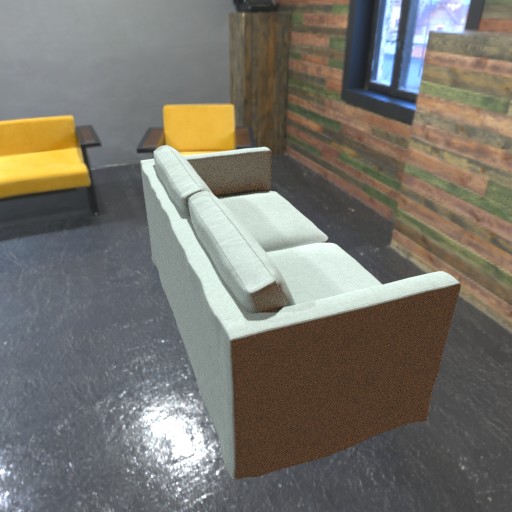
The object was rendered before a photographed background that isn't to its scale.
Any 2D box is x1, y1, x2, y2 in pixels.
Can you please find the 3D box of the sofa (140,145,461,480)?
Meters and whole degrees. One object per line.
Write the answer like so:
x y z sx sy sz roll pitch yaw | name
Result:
0.000 0.000 2.446 0.940 0.870 1.987 -11 31 -18 | sofa
